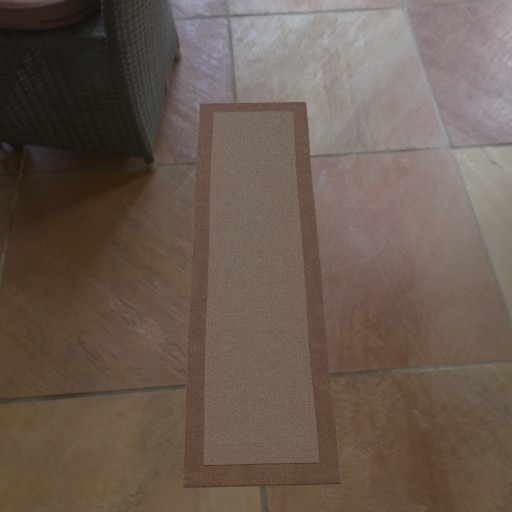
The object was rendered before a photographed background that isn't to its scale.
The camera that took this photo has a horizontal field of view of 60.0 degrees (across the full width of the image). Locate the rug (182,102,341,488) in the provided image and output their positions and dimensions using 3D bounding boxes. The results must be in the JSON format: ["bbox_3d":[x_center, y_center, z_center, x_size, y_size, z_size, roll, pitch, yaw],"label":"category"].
[{"bbox_3d":[0.000,0.000,2.634,0.767,0.012,2.430,-1,64,-1],"label":"rug"}]
